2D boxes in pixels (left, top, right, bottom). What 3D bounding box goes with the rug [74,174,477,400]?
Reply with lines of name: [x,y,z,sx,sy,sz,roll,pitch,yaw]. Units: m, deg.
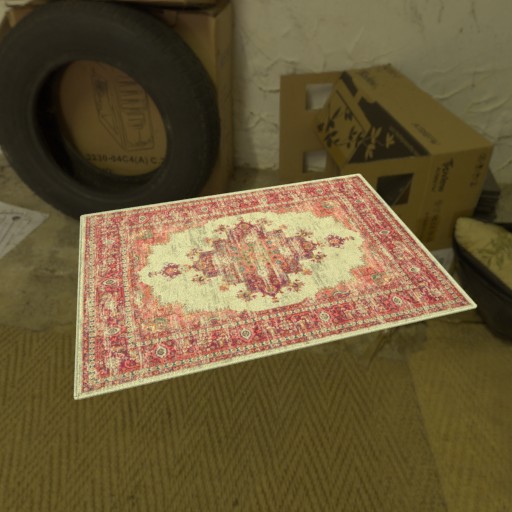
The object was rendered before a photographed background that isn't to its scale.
rug: [0.000,0.000,2.273,1.747,0.011,1.217,-10,42,-12]
